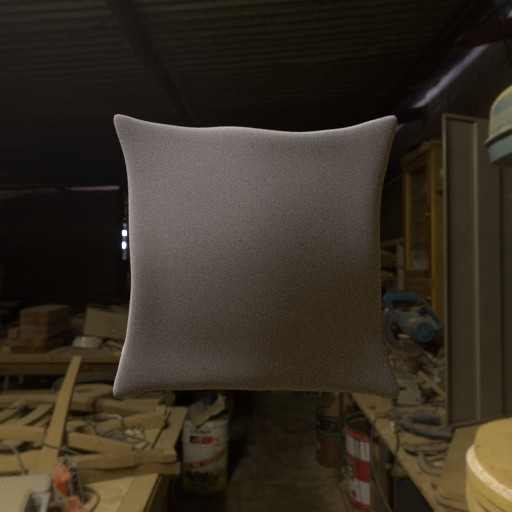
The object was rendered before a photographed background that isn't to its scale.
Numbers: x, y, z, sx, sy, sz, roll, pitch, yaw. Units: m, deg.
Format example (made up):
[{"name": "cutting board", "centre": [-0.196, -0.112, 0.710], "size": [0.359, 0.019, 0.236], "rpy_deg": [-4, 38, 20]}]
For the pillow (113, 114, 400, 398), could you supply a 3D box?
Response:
[{"name": "pillow", "centre": [0.000, 0.000, 0.803], "size": [0.514, 0.513, 0.163], "rpy_deg": [0, -1, 0]}]
